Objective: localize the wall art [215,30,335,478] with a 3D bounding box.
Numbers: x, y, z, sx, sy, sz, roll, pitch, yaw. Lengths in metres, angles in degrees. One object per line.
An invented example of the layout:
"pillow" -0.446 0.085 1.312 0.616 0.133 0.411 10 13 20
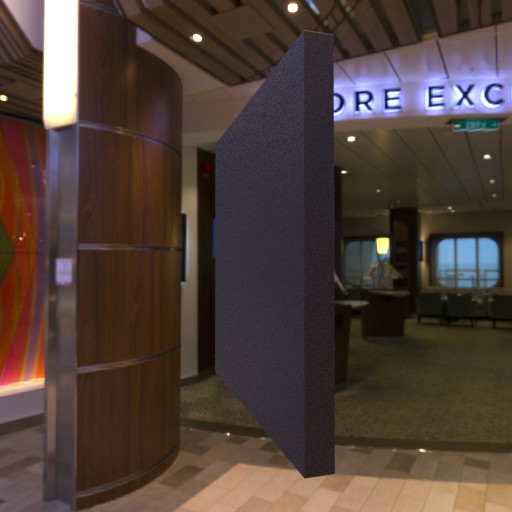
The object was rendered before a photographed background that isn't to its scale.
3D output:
"wall art" 0.000 0.000 0.749 0.038 0.507 0.507 0 -1 -17
